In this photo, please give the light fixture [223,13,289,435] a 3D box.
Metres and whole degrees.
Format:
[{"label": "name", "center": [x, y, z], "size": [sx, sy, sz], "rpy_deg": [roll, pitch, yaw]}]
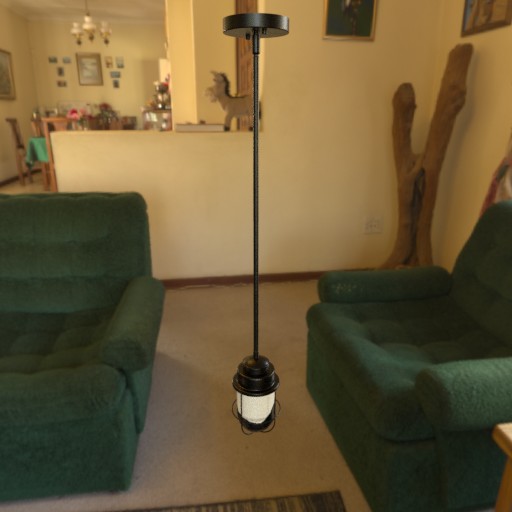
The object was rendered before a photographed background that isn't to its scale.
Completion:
[{"label": "light fixture", "center": [0.000, 0.000, 0.964], "size": [0.123, 0.920, 0.123], "rpy_deg": [-8, 20, -24]}]
